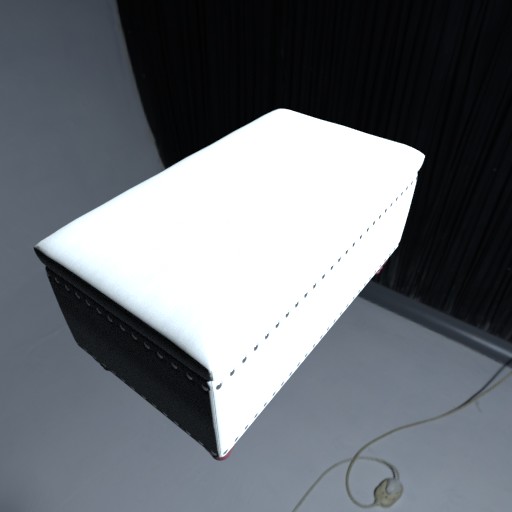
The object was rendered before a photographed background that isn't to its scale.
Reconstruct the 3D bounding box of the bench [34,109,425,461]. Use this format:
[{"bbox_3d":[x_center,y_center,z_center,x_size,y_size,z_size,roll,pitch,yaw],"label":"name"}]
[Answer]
[{"bbox_3d":[0.000,0.000,1.197,0.500,0.449,0.887,27,48,27],"label":"bench"}]
